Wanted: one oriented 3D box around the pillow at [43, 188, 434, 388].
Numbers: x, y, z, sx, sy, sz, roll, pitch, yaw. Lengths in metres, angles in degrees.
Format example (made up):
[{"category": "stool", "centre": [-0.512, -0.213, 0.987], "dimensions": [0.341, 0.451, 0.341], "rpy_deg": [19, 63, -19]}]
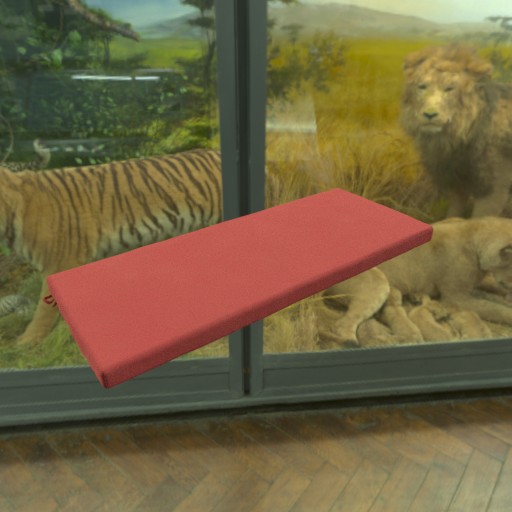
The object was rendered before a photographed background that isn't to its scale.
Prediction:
[{"category": "pillow", "centre": [0.000, 0.000, 1.382], "dimensions": [1.187, 0.081, 0.492], "rpy_deg": [-20, 36, -31]}]
